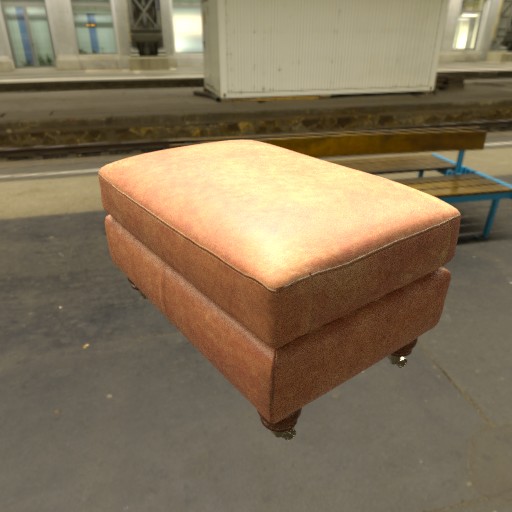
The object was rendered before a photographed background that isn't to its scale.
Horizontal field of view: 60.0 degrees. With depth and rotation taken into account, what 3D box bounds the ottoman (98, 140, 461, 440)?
[{"bbox_3d":[0.000,0.000,1.199,0.565,0.507,0.852,-19,32,-32],"label":"ottoman"}]
